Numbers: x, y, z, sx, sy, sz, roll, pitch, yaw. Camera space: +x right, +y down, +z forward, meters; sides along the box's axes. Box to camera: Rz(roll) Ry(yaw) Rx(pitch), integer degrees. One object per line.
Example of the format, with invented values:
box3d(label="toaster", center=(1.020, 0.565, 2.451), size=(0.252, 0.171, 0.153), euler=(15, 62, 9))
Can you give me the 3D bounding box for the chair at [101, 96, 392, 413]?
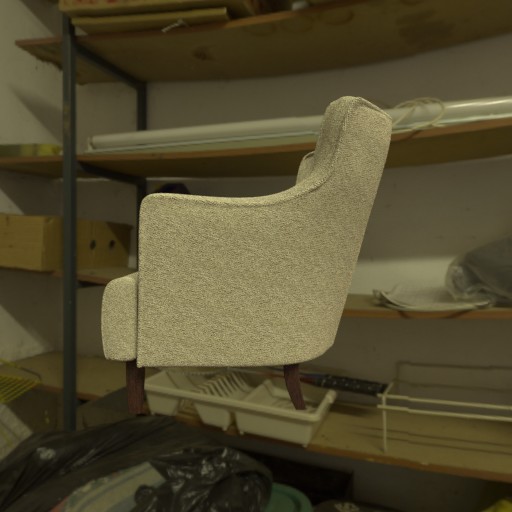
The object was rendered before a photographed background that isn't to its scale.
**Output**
box3d(label="chair", center=(0.000, 0.000, 1.659), size=(0.910, 0.920, 0.820), euler=(0, 0, 0))
